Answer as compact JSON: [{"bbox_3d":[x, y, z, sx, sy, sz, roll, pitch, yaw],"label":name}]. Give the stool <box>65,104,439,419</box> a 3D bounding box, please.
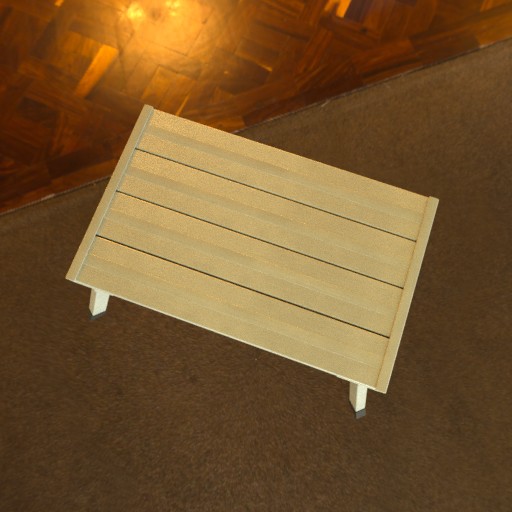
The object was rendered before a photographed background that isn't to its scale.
[{"bbox_3d":[0.000,0.000,0.727,0.535,0.225,0.385,19,78,4],"label":"stool"}]
